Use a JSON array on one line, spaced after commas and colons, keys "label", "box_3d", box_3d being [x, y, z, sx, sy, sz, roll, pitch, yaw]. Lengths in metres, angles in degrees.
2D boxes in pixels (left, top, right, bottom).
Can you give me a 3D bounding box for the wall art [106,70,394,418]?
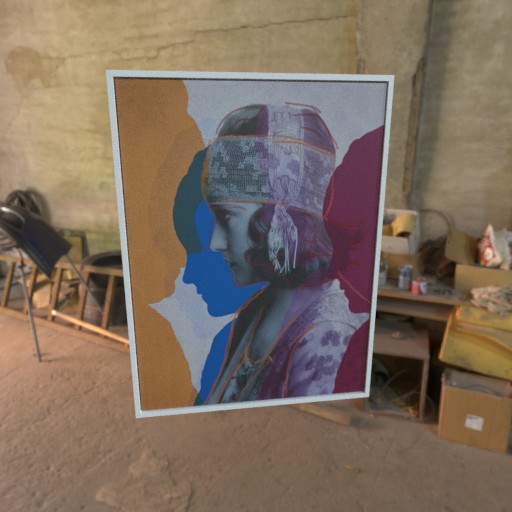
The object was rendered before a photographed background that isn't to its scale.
[{"label": "wall art", "box_3d": [0.000, 0.000, 1.369, 0.795, 1.050, 0.039, -2, 16, -8]}]
